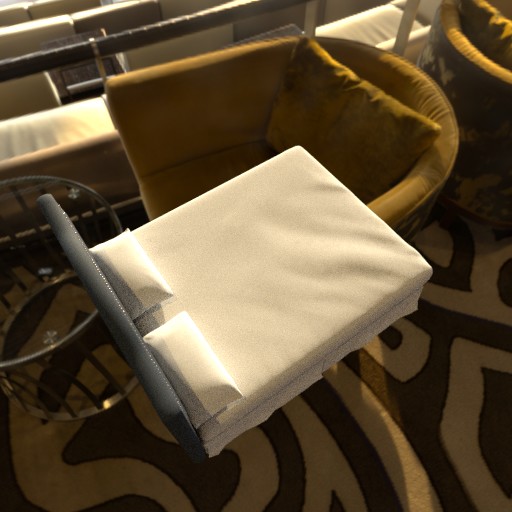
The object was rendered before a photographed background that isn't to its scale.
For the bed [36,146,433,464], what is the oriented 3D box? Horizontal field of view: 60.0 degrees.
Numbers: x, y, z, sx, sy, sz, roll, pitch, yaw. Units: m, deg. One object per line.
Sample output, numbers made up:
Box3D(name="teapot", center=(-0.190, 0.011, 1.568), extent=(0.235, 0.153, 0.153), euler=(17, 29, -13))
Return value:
Box3D(name="bed", center=(0.000, 0.000, 3.359), extent=(2.282, 1.436, 1.821), euler=(-31, 62, -18))
